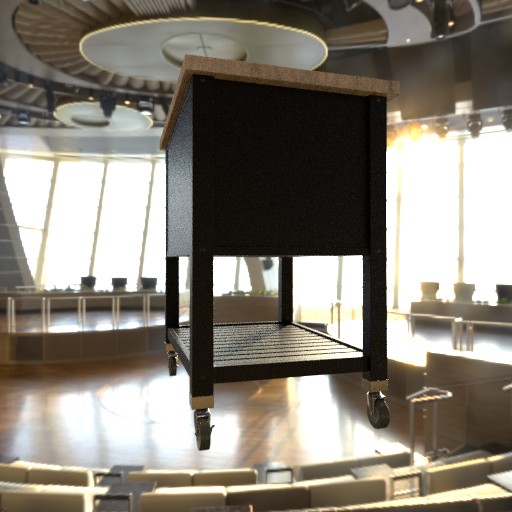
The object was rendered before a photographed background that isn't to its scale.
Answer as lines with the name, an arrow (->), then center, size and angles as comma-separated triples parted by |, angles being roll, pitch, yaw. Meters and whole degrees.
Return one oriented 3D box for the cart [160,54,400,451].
cart -> 0.000, 0.000, 1.465 | 0.567, 0.920, 0.797 | 0, -1, -16
